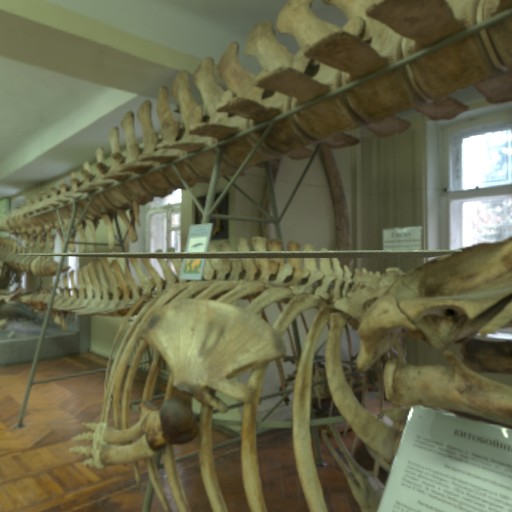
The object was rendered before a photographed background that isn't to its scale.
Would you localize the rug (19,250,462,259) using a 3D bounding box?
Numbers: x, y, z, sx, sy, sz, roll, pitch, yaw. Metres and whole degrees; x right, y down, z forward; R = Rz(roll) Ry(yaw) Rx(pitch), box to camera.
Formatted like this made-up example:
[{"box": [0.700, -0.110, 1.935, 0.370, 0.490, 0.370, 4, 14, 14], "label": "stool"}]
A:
[{"box": [0.000, 0.000, 4.328, 3.353, 0.013, 2.438, 0, -1, 17], "label": "rug"}]
